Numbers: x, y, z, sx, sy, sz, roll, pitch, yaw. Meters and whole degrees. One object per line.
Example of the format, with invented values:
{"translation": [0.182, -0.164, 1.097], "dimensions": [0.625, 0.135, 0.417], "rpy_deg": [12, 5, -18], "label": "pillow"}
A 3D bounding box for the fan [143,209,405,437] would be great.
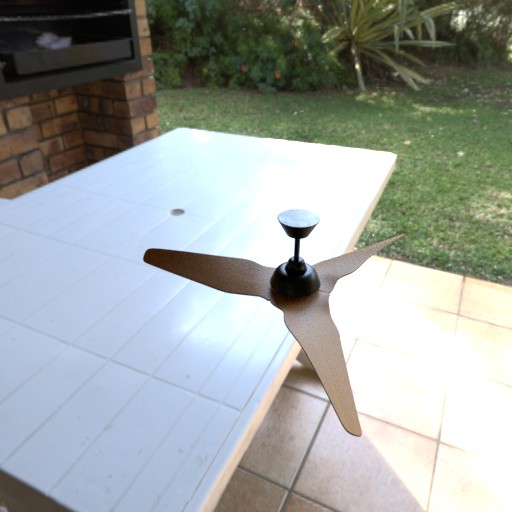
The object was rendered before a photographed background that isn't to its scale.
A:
{"translation": [0.000, 0.000, 1.633], "dimensions": [1.010, 0.355, 1.142], "rpy_deg": [10, 32, 17], "label": "fan"}
